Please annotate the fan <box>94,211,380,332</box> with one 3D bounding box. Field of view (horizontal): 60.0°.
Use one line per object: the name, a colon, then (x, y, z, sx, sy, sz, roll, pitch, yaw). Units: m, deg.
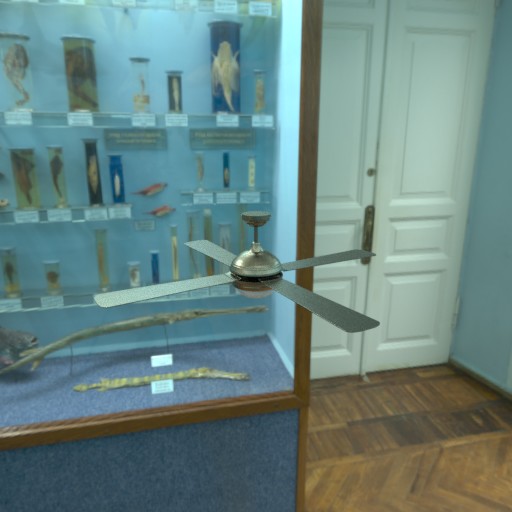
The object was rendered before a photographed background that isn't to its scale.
fan: (0.000, 0.000, 1.962, 1.321, 0.381, 1.321, -3, 16, -10)
